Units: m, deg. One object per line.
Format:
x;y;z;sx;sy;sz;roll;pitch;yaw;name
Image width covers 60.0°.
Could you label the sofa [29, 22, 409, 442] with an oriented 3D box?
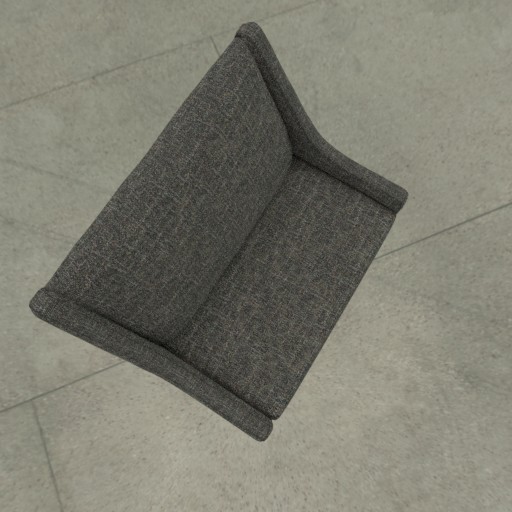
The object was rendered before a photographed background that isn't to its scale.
0.000;0.000;1.855;0.870;1.021;1.242;32;78;8;sofa
